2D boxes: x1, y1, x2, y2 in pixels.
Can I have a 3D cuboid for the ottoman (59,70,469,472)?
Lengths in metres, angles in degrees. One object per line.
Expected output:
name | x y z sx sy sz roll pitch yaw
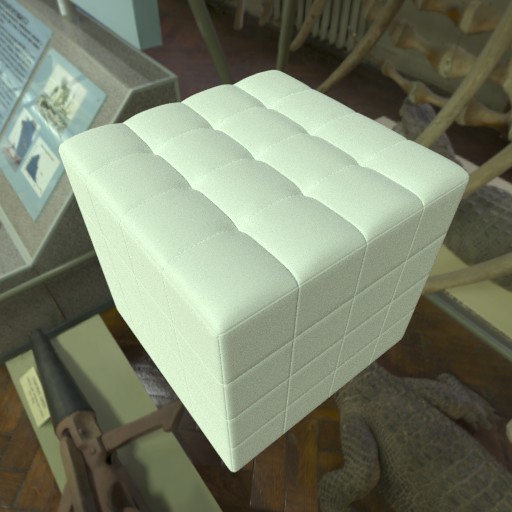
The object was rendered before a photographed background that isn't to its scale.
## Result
ottoman | 0.000 0.000 0.775 0.425 0.432 0.425 -29 53 -25
